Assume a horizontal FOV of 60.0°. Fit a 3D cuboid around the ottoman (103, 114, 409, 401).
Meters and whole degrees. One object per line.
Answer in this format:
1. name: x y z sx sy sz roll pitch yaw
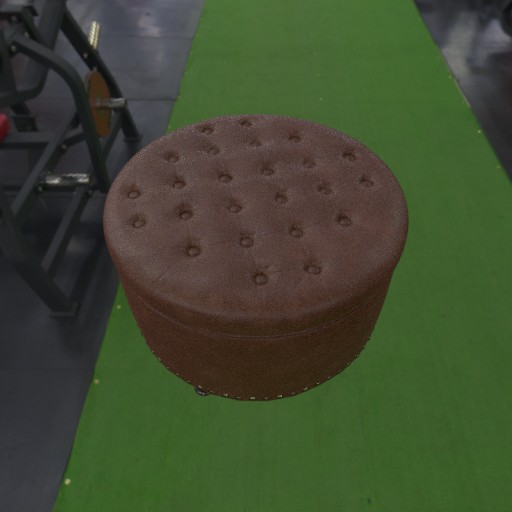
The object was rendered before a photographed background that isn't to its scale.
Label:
1. ottoman: 0.000 0.000 1.082 0.637 0.442 0.637 0 48 0
